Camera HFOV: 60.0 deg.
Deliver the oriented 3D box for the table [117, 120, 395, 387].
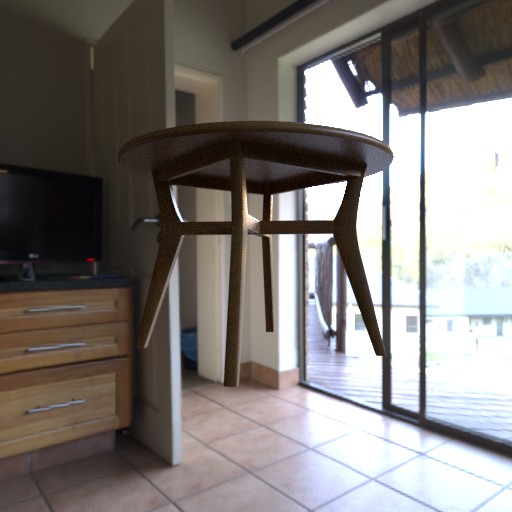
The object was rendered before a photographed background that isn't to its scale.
[{"bbox_3d":[0.000,0.000,1.767,1.055,0.757,1.055,0,0,0],"label":"table"}]
